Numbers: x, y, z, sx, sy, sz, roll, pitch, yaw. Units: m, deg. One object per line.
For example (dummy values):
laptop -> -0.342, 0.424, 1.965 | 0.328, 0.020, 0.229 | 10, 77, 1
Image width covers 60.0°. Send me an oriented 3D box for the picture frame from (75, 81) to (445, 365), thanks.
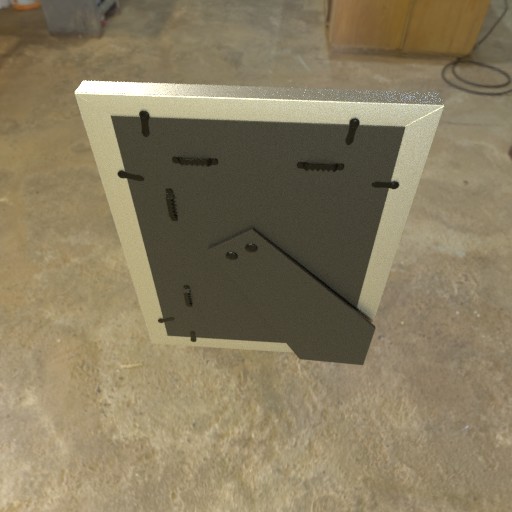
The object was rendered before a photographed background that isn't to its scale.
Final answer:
picture frame -> 0.000, 0.000, 0.509 | 0.307, 0.386, 0.036 | 3, 46, 3
